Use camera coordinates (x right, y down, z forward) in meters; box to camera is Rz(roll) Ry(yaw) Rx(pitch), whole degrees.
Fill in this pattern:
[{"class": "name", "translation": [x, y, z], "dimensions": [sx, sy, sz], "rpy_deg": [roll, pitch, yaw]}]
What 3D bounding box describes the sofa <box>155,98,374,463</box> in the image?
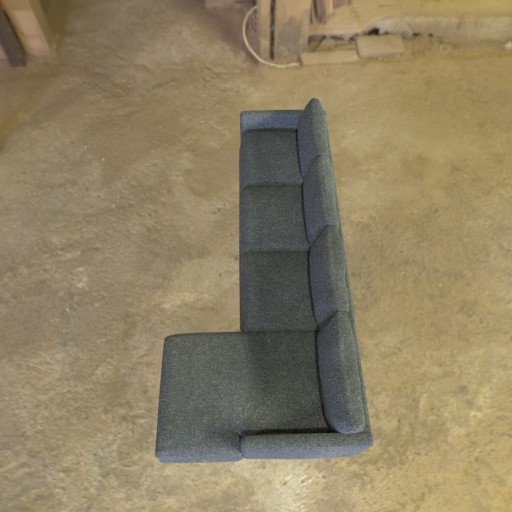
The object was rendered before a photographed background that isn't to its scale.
[{"class": "sofa", "translation": [0.000, 0.000, 3.507], "dimensions": [1.350, 0.810, 2.932], "rpy_deg": [-1, 59, -1]}]
